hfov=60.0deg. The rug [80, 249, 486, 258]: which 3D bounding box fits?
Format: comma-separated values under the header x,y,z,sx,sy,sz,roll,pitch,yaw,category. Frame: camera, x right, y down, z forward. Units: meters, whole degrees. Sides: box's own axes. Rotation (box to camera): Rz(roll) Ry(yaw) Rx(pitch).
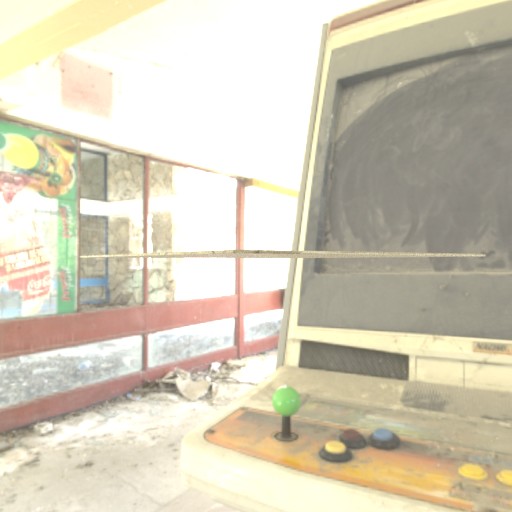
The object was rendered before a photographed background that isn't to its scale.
x,y,z,sx,sy,sz,roll,pitch,yaw,category
0.000,0.000,4.140,2.420,0.019,3.038,0,-1,-35,rug
